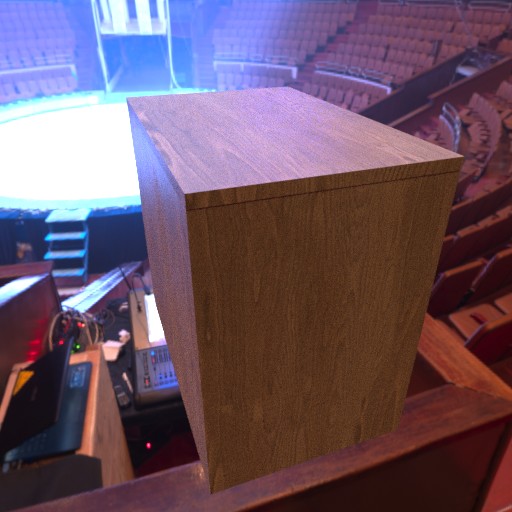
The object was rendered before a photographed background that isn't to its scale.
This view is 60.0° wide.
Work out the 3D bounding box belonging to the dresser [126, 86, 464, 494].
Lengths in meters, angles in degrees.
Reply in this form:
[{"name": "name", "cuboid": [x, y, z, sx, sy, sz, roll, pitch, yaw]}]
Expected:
[{"name": "dresser", "cuboid": [0.000, 0.000, 1.265, 0.529, 0.762, 0.809, -11, 32, -17]}]
